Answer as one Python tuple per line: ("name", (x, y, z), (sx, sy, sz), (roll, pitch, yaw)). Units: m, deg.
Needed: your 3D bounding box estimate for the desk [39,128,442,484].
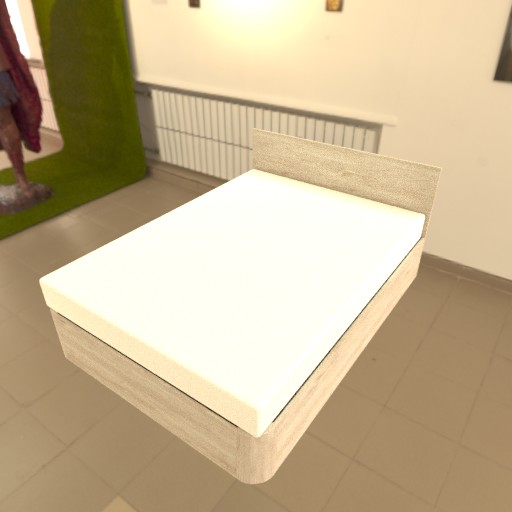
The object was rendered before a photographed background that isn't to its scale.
("desk", (0.000, 0.000, 2.581), (1.400, 0.800, 1.900), (21, 38, 29))
